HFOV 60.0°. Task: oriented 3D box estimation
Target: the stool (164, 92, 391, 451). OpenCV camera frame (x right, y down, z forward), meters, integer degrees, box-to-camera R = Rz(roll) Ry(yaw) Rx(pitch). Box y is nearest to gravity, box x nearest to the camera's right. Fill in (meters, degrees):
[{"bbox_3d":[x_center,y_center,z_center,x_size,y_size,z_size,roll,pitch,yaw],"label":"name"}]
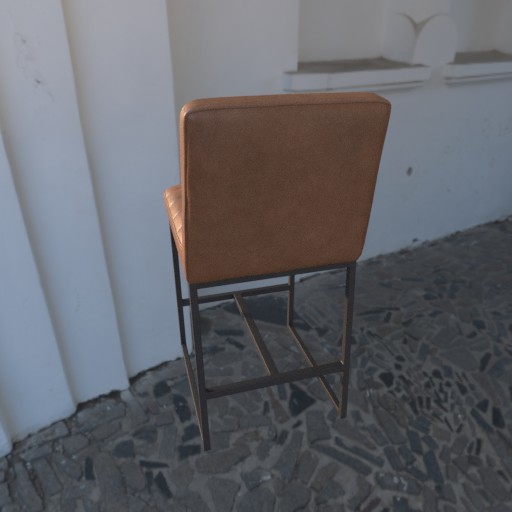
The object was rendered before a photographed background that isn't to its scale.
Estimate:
[{"bbox_3d":[0.000,0.000,1.282,0.458,0.940,0.556,-8,28,-14],"label":"stool"}]
